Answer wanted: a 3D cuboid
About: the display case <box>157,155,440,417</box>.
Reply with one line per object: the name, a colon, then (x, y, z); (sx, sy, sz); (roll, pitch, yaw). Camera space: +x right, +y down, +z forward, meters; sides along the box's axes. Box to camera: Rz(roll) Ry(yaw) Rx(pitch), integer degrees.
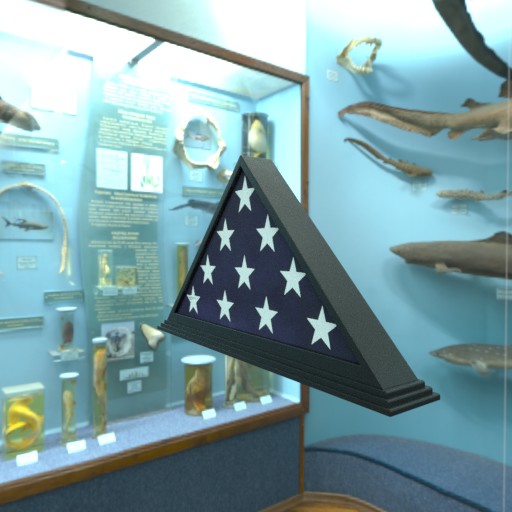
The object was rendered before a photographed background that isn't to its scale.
display case: (0.000, 0.000, 0.768); (0.095, 0.340, 0.640); (-1, 1, -35)
